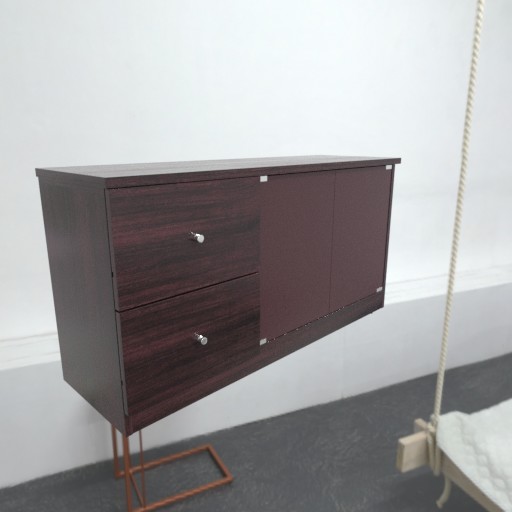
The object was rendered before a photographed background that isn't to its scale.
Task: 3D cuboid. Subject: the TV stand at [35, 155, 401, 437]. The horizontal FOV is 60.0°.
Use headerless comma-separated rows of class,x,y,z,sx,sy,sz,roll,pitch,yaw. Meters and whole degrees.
TV stand,0.000,0.000,1.480,1.192,0.614,0.404,-14,21,-43
